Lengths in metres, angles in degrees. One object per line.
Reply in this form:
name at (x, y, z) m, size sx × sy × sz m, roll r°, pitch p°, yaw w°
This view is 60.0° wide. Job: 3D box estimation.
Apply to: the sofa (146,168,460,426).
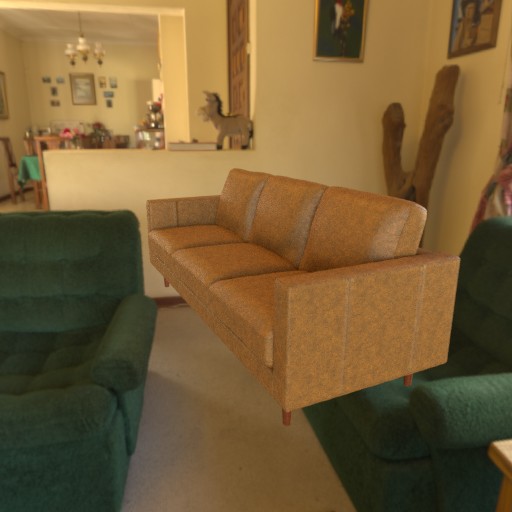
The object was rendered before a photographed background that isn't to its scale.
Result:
sofa at (0.000, 0.000, 2.765) m, size 0.903 × 0.930 × 2.231 m, roll -8°, pitch 18°, yaw -25°
